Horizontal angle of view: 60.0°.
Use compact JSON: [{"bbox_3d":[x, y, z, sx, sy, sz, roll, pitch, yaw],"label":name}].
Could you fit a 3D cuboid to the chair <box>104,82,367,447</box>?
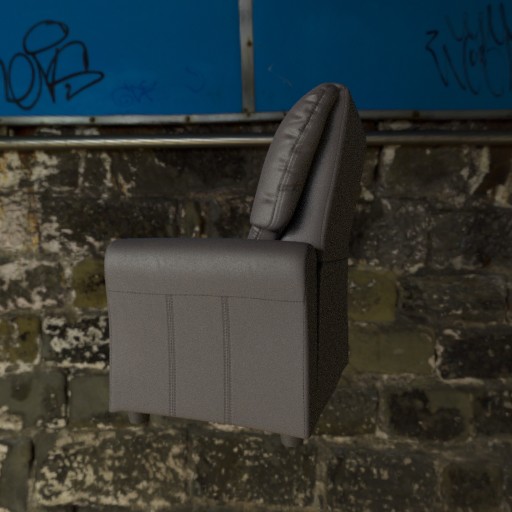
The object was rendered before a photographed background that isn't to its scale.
[{"bbox_3d":[0.000,0.000,1.122,0.521,0.709,0.610,0,1,19],"label":"chair"}]
